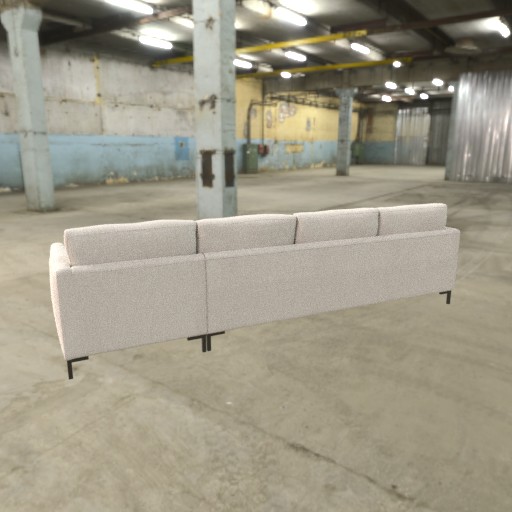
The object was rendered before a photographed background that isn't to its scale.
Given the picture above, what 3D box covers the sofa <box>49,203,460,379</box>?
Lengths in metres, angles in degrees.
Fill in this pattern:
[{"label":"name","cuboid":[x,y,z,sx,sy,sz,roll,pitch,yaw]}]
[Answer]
[{"label":"sofa","cuboid":[0.000,0.000,2.882,2.445,0.677,1.126,-6,14,-25]}]
